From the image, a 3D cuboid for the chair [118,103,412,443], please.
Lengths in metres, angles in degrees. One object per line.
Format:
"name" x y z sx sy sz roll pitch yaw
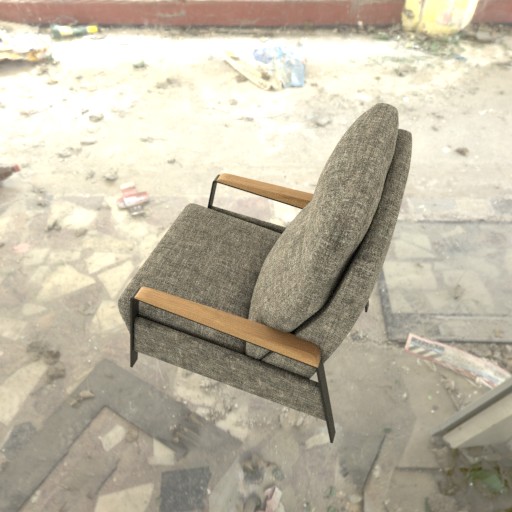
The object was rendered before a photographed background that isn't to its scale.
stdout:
"chair" 0.000 0.000 1.570 0.868 1.042 0.671 16 50 14
